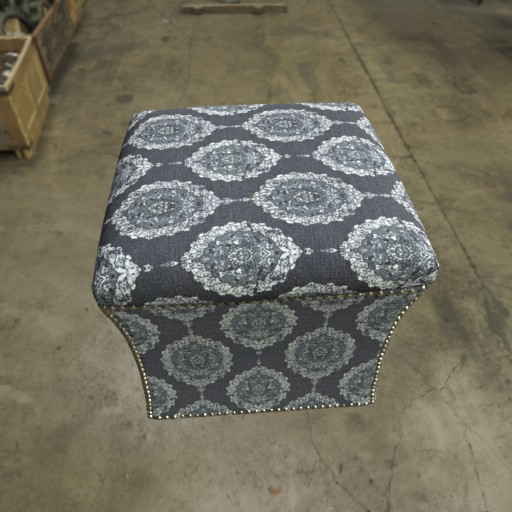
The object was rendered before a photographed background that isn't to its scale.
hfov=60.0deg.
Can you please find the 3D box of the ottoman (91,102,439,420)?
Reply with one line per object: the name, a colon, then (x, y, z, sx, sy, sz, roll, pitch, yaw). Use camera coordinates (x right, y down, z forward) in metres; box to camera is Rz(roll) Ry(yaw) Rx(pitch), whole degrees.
ottoman: (0.000, 0.000, 0.915, 0.507, 0.475, 0.497, -3, 46, -3)
